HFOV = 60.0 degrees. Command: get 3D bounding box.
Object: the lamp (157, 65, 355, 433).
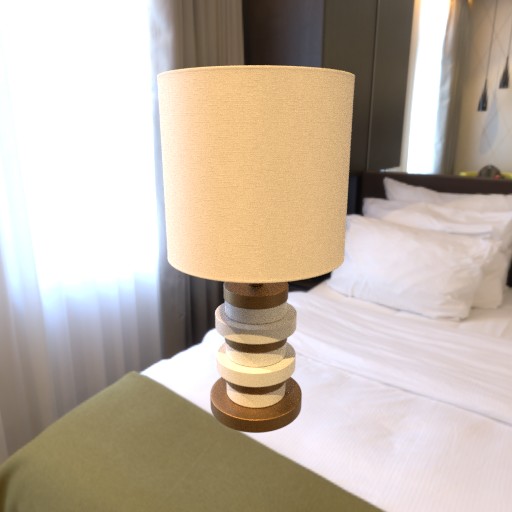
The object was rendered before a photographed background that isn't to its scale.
[{"bbox_3d":[0.000,0.000,0.536,0.210,0.410,0.210,2,16,7],"label":"lamp"}]
